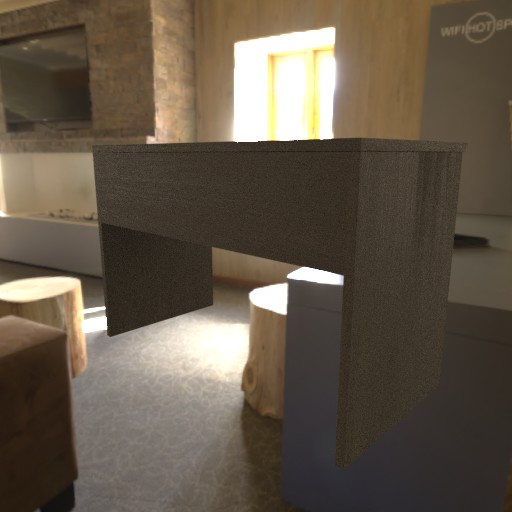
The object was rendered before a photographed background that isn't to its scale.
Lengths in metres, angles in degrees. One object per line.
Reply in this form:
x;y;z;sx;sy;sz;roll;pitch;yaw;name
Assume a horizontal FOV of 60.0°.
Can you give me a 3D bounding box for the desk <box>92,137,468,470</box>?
0.000;0.000;1.492;1.099;0.729;0.557;12;18;43;desk
